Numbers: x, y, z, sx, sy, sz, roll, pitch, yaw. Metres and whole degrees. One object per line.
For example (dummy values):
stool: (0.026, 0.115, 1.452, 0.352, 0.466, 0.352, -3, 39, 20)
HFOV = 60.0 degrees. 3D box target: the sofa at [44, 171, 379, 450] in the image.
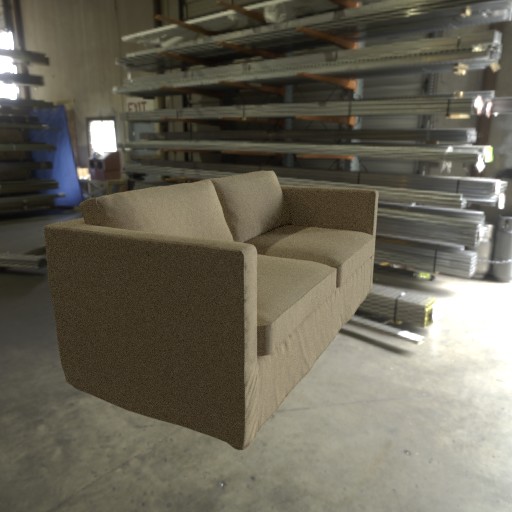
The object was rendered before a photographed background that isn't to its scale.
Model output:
sofa: (0.000, 0.000, 2.462, 0.962, 0.835, 1.959, 7, 16, 26)
